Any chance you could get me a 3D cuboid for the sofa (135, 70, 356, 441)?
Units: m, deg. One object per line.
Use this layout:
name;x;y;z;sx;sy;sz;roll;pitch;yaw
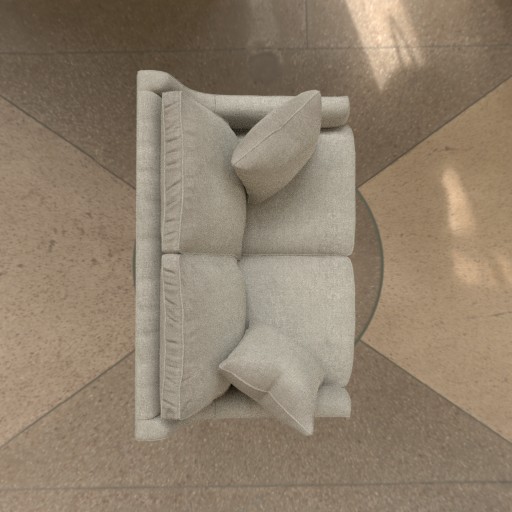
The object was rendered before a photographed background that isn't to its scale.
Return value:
sofa;0.000;0.000;2.011;0.915;0.863;1.422;0;89;0
